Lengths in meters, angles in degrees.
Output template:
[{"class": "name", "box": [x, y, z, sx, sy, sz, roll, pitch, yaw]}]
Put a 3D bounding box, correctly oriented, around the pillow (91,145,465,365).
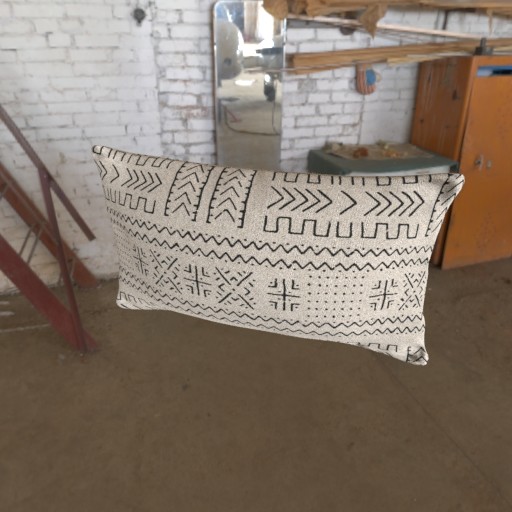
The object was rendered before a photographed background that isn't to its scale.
[{"class": "pillow", "box": [0.000, 0.000, 0.792, 0.637, 0.352, 0.188, 8, 28, 16]}]
